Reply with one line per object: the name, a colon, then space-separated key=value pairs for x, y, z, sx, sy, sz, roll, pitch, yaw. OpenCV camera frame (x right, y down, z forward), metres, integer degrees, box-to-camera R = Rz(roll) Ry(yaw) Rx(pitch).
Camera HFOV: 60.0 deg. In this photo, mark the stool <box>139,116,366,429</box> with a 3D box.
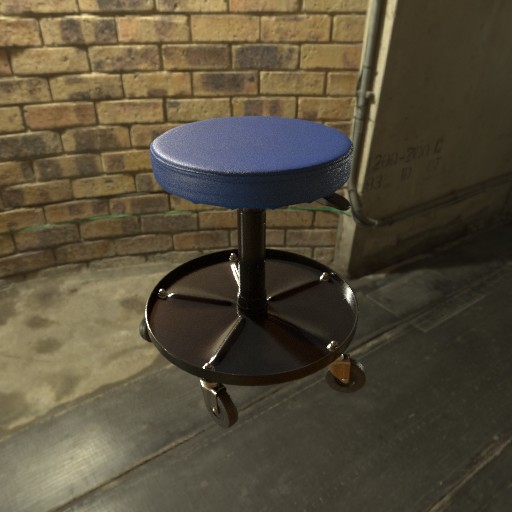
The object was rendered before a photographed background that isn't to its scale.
stool: x=0.000 y=0.000 z=0.687 sx=0.382 sy=0.365 sz=0.381 roll=9 pitch=32 yaw=15
